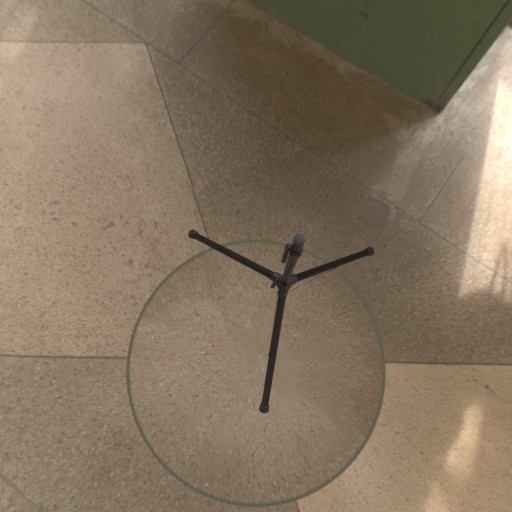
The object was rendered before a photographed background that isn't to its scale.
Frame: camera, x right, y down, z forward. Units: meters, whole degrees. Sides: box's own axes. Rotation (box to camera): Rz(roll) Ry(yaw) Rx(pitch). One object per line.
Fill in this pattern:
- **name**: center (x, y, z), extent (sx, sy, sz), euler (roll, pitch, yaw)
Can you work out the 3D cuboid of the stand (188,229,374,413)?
- **stand**: center (0.000, 0.000, 1.852), extent (0.907, 1.136, 1.045), euler (36, 79, 8)
